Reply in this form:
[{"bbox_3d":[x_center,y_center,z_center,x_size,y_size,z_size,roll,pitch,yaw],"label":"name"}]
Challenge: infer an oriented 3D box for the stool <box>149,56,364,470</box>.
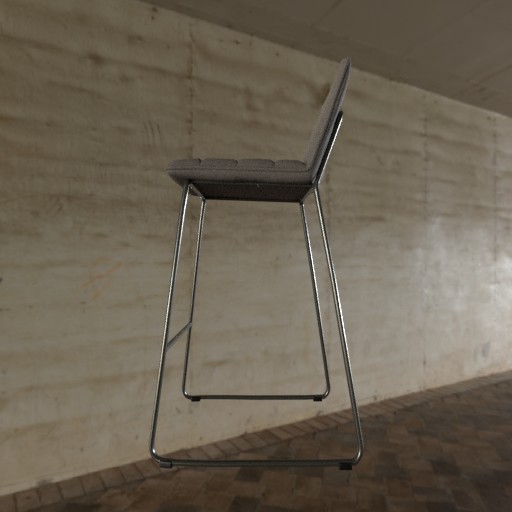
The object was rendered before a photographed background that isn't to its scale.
[{"bbox_3d":[0.000,0.000,1.237,0.490,0.960,0.490,0,0,0],"label":"stool"}]
